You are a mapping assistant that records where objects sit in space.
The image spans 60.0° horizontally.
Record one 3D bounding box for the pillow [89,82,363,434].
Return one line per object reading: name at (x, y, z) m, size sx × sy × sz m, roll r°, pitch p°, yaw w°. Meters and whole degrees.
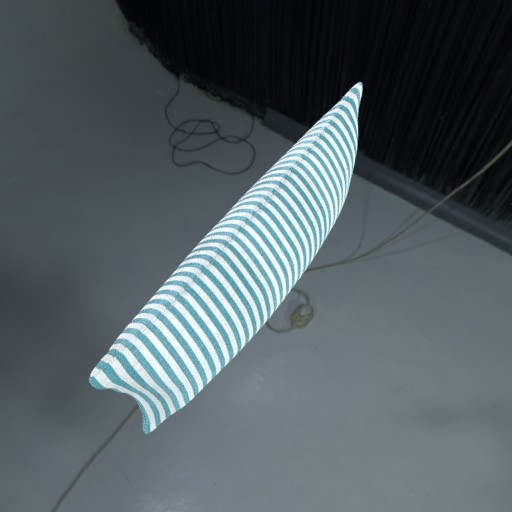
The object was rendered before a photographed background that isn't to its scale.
pillow at (0.000, 0.000, 0.730) m, size 0.151 × 0.295 × 0.617 m, roll 31°, pitch 62°, yaw 18°
